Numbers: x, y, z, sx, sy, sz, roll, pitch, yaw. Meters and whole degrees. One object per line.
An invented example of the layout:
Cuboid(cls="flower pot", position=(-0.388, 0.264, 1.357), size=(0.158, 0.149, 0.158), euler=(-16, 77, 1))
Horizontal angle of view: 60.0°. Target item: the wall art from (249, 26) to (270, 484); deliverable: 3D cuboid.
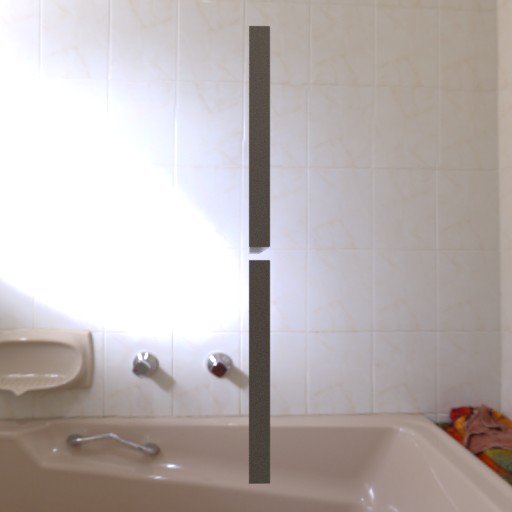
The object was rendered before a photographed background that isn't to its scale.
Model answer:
Cuboid(cls="wall art", position=(0.000, 0.000, 0.897), size=(0.029, 0.611, 0.611), euler=(0, -1, -1))
